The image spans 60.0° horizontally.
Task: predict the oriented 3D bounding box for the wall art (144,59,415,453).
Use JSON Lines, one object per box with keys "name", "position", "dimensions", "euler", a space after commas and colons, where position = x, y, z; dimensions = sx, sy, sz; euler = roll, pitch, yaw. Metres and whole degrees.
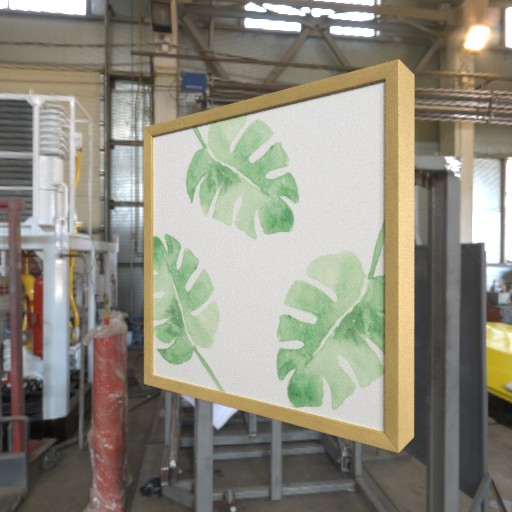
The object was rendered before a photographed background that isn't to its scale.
{"name": "wall art", "position": [0.000, 0.000, 0.449], "dimensions": [0.305, 0.305, 0.038], "euler": [0, 0, 37]}
